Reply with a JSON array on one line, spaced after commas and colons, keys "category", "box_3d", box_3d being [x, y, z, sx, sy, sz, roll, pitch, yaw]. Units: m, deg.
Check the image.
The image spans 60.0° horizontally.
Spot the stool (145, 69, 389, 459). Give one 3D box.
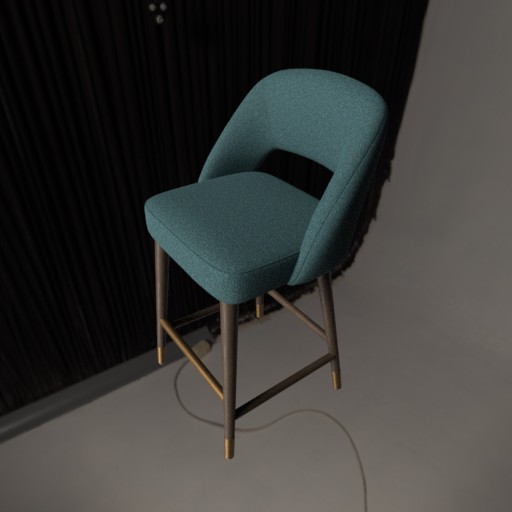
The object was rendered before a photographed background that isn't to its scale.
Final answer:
[{"category": "stool", "box_3d": [0.000, 0.000, 1.269, 0.522, 0.939, 0.536, -21, 39, -29]}]
